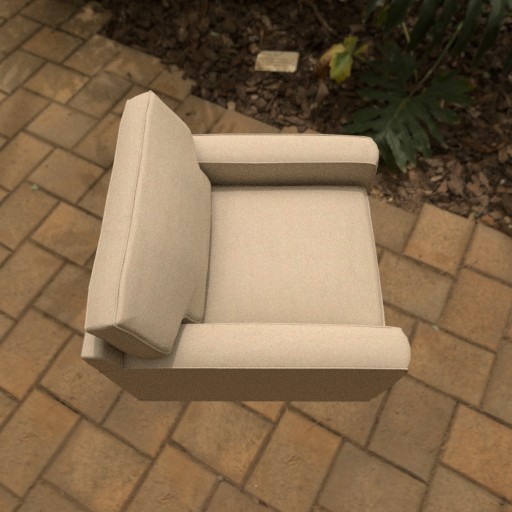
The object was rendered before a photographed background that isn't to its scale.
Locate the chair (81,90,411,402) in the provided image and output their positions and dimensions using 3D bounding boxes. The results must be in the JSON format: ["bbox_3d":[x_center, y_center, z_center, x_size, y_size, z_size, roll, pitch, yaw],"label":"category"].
[{"bbox_3d":[0.000,0.000,1.786,1.043,0.913,0.998,0,63,0],"label":"chair"}]
